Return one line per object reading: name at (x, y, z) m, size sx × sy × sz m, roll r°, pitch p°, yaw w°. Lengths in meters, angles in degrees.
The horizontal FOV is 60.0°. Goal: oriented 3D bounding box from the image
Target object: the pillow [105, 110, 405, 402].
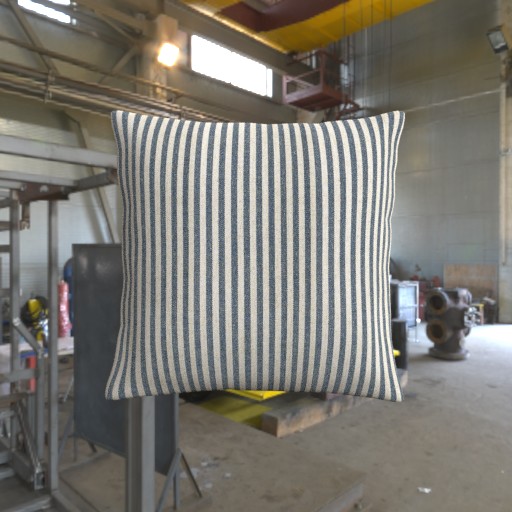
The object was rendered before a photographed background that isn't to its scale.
pillow at (0.000, 0.000, 0.776) m, size 0.523 × 0.510 × 0.166 m, roll 0°, pitch 0°, yaw -1°
